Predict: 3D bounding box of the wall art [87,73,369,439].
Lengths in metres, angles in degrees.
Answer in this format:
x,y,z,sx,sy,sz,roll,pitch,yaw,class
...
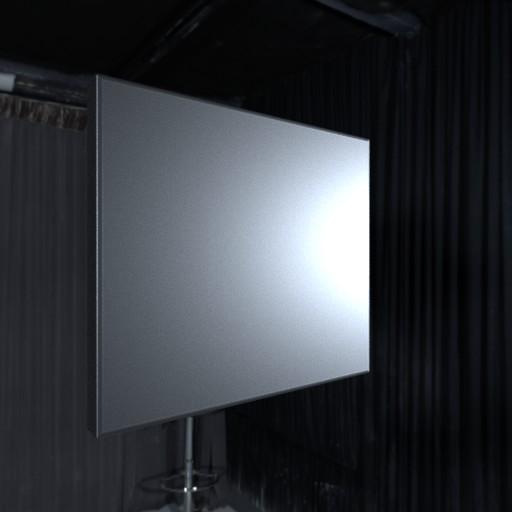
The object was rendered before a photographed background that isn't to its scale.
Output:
x,y,z,sx,sy,sz,roll,pitch,yaw,class
0.000,0.000,0.524,0.380,0.330,0.028,0,0,-37,wall art
